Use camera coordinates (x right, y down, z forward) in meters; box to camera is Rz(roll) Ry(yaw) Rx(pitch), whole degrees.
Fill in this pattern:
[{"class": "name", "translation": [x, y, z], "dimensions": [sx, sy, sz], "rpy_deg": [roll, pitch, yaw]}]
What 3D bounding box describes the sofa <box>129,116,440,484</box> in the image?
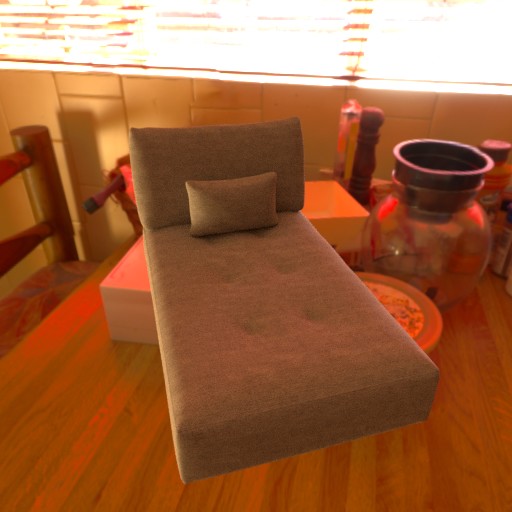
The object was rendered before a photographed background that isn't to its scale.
[{"class": "sofa", "translation": [0.000, 0.000, 1.910], "dimensions": [0.930, 0.820, 1.450], "rpy_deg": [-8, 32, -14]}]
